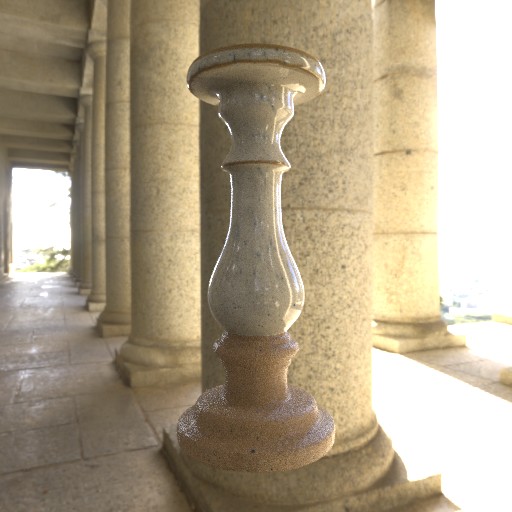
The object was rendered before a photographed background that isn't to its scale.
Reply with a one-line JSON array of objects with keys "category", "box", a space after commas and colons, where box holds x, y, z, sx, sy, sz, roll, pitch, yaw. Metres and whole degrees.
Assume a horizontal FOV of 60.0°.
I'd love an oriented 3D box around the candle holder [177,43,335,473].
[{"category": "candle holder", "box": [0.000, 0.000, 0.247, 0.088, 0.203, 0.088, 0, 1, 0]}]
